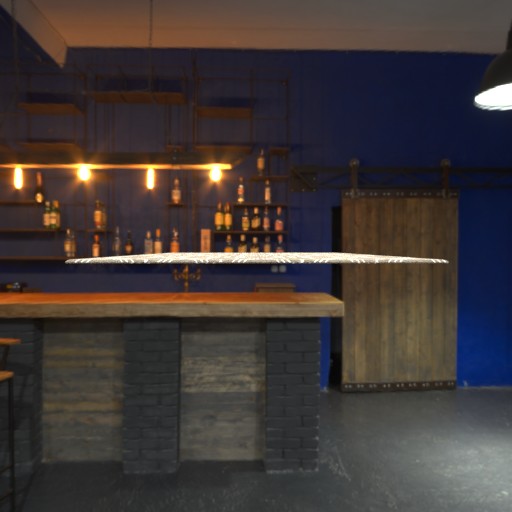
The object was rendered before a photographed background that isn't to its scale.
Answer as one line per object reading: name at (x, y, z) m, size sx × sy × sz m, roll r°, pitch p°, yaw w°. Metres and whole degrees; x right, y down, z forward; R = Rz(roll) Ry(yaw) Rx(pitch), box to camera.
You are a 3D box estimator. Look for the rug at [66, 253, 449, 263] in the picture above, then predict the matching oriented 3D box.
rug at (0.000, 0.000, 2.343) m, size 1.239 × 0.012 × 1.836 m, roll 0°, pitch 1°, yaw 0°
